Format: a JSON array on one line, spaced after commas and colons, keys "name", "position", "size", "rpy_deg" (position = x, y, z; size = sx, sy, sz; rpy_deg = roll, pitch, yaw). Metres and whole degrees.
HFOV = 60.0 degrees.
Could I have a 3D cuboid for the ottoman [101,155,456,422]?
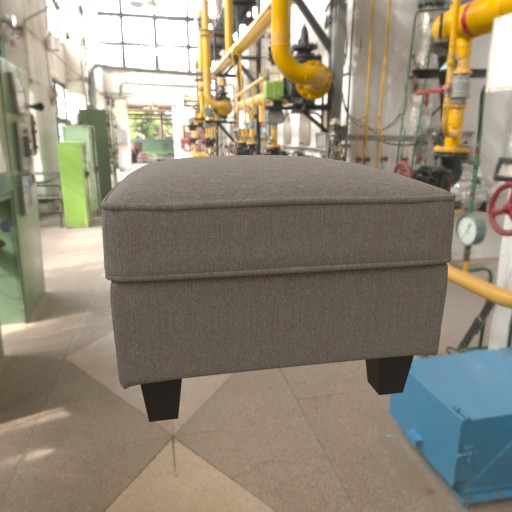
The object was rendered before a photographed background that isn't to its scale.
[{"name": "ottoman", "position": [0.000, 0.000, 1.380], "size": [0.808, 0.612, 0.871], "rpy_deg": [-3, 15, -11]}]
